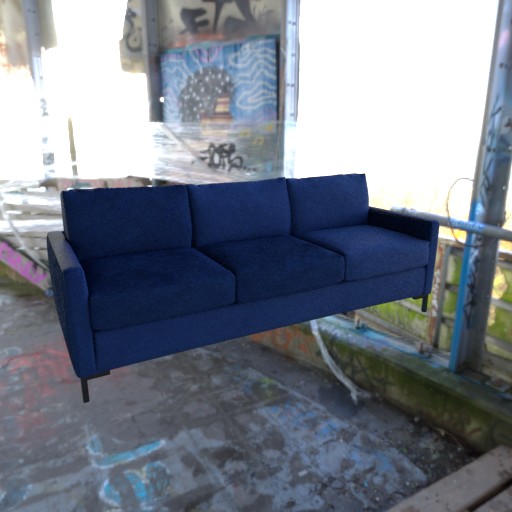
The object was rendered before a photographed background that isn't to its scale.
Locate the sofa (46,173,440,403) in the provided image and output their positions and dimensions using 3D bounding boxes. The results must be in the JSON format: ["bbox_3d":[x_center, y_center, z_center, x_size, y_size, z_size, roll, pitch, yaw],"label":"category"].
[{"bbox_3d":[0.000,0.000,2.693,2.252,0.879,0.875,-8,18,-27],"label":"sofa"}]
